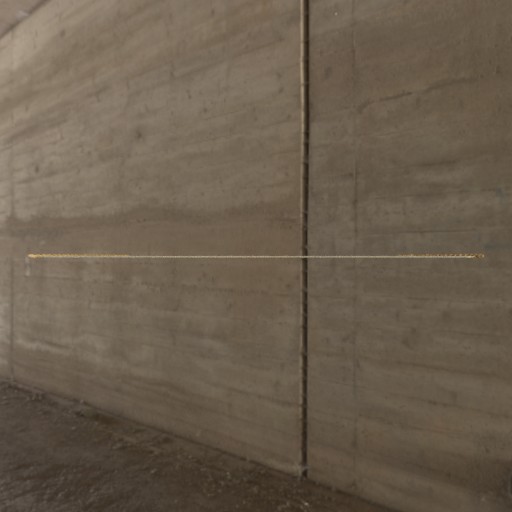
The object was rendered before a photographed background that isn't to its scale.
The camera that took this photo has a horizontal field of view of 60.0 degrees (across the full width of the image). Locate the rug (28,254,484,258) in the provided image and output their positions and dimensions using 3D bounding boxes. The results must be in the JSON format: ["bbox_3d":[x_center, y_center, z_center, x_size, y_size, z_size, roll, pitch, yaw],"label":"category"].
[{"bbox_3d":[0.000,0.000,3.095,2.433,0.022,1.556,0,0,3],"label":"rug"}]
